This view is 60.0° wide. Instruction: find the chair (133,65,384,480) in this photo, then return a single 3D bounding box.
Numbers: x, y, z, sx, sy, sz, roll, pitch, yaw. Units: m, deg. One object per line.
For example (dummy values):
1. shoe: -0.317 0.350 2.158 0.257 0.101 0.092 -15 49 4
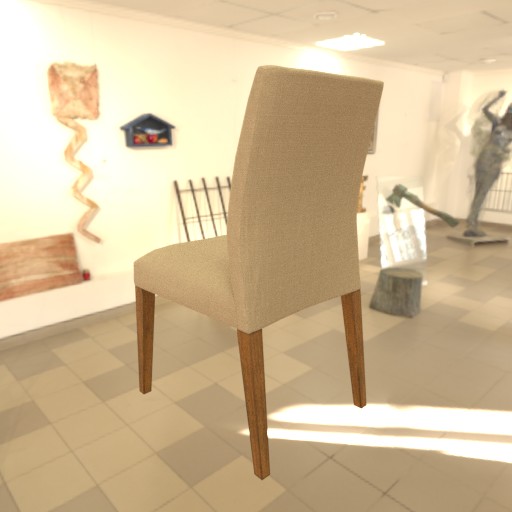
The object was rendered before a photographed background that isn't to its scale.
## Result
1. chair: 0.000 0.000 1.282 0.496 0.940 0.585 -14 21 -41
